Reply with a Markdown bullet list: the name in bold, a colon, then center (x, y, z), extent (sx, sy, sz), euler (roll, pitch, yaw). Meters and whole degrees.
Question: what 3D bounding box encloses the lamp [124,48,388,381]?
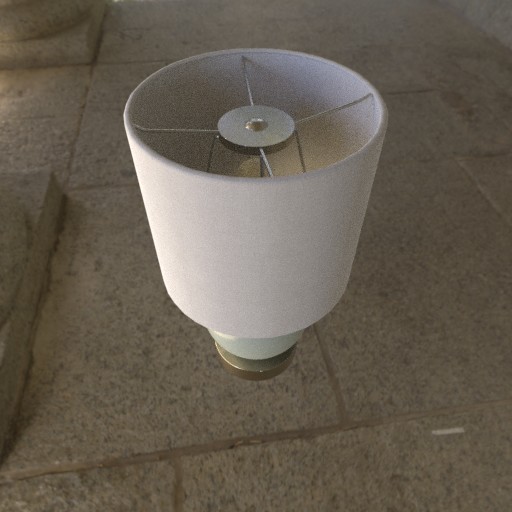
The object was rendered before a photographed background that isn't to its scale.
- **lamp**: center (0.000, 0.000, 0.471), extent (0.201, 0.353, 0.201), euler (-30, 54, -25)
